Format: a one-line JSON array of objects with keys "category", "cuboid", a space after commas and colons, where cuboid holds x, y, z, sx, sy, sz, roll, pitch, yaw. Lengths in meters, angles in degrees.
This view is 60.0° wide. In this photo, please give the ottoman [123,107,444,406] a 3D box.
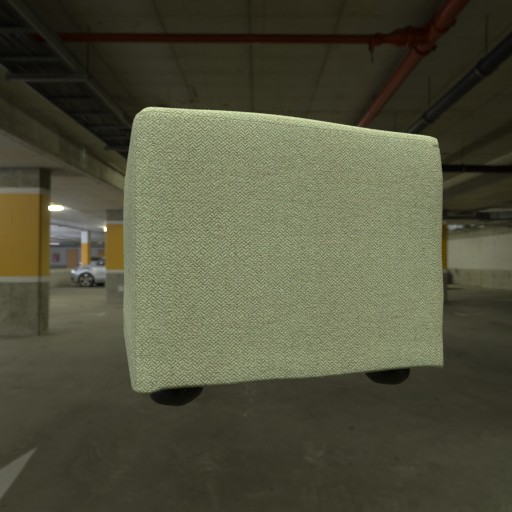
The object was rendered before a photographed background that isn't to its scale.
[{"category": "ottoman", "cuboid": [0.000, 0.000, 0.906, 0.512, 0.453, 0.521, 0, -1, -18]}]
